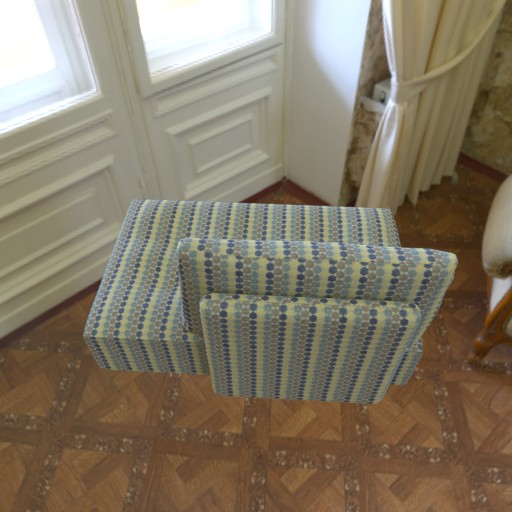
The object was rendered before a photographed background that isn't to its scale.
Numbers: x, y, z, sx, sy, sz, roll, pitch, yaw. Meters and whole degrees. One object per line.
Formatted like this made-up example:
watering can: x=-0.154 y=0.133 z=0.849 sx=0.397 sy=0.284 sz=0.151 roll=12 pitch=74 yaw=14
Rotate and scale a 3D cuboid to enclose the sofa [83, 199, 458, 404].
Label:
sofa: x=0.000 y=0.000 z=2.023 sx=1.450 sy=0.820 sz=1.000 roll=2 pitch=48 yaw=2
